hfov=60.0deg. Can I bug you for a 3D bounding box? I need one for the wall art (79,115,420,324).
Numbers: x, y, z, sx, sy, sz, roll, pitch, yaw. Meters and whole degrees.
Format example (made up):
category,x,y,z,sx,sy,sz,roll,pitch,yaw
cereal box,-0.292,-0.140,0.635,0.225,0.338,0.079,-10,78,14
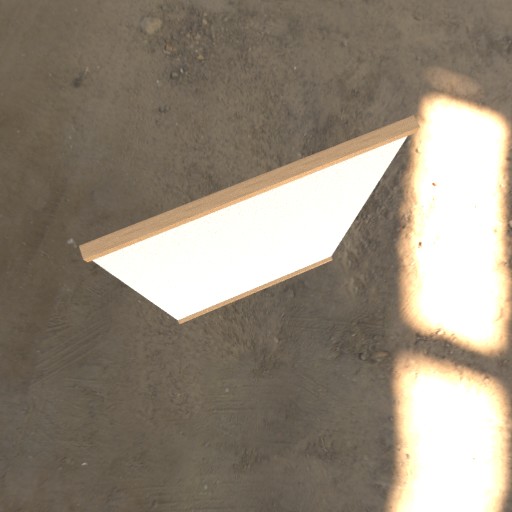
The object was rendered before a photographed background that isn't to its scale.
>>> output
category,x,y,z,sx,sy,sz,roll,pitch,yaw
wall art,0.000,0.000,1.308,0.669,1.020,0.027,-22,76,-6
